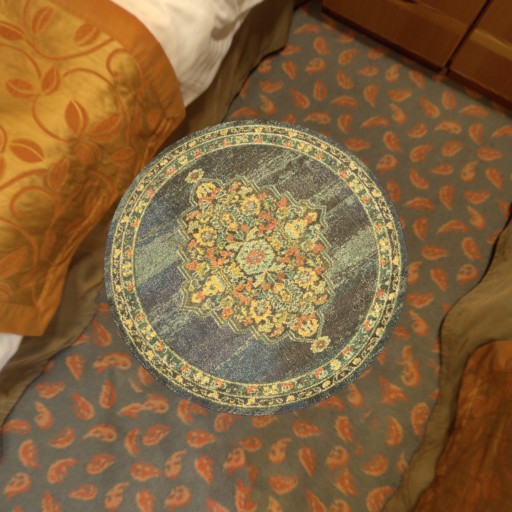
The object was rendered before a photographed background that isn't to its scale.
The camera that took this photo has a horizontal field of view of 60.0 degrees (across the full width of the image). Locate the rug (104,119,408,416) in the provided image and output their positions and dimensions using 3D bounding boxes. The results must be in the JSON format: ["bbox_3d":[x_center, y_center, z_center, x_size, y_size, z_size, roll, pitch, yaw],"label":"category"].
[{"bbox_3d":[0.000,0.000,3.488,2.386,0.014,2.386,0,77,0],"label":"rug"}]
